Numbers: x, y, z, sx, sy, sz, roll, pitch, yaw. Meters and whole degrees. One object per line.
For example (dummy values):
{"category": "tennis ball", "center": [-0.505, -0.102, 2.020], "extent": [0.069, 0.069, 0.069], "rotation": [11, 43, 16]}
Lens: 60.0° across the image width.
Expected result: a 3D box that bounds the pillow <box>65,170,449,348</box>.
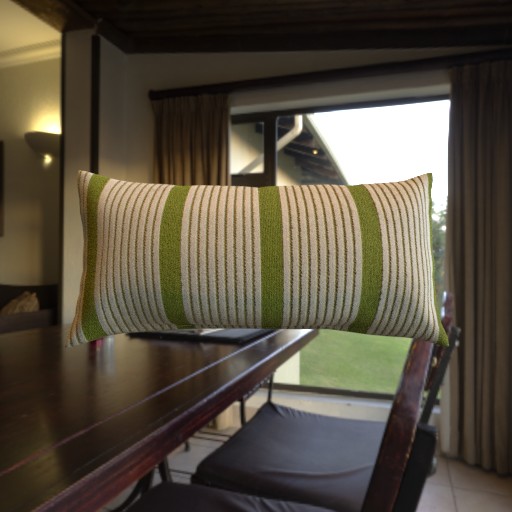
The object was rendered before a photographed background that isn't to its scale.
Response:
{"category": "pillow", "center": [0.000, 0.000, 0.725], "extent": [0.608, 0.292, 0.156], "rotation": [0, 0, 0]}
